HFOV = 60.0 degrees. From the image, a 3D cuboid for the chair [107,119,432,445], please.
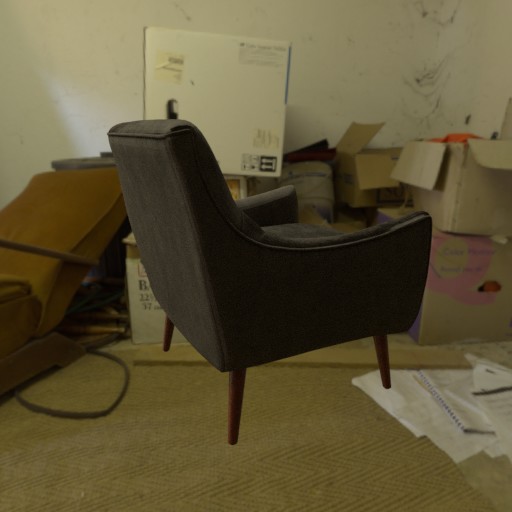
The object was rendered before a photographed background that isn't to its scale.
[{"bbox_3d":[0.000,0.000,1.437,0.787,0.838,0.762,-8,18,-27],"label":"chair"}]
